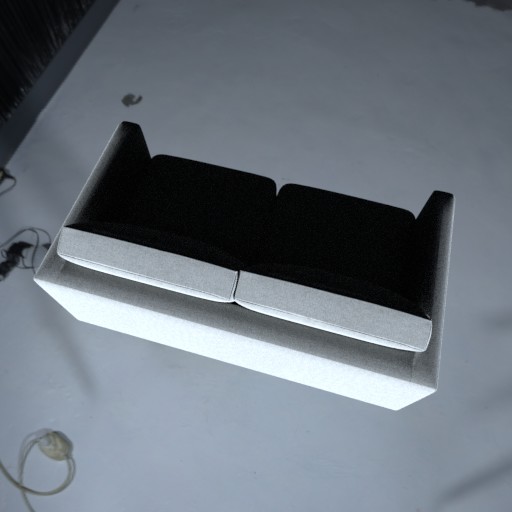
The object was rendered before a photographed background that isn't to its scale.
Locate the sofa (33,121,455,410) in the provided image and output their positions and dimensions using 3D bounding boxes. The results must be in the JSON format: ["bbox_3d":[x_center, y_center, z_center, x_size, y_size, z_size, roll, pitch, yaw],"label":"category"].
[{"bbox_3d":[0.000,0.000,2.256,1.731,0.900,1.000,14,64,7],"label":"sofa"}]
